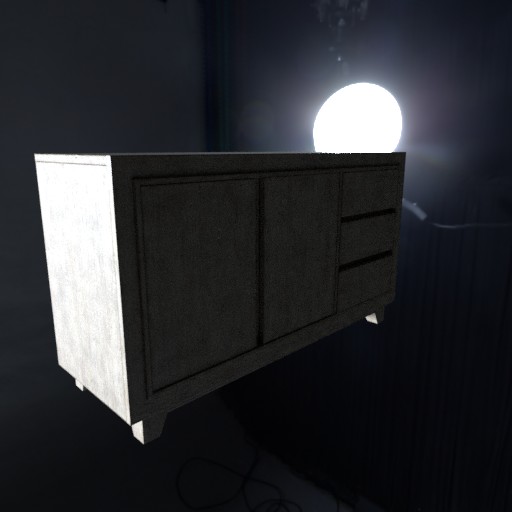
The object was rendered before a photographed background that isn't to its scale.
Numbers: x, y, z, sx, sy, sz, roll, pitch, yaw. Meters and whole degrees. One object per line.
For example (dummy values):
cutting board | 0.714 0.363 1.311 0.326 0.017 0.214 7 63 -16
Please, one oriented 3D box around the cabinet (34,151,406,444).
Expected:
cabinet | 0.000 0.000 1.815 1.460 0.825 0.511 -13 19 -43
